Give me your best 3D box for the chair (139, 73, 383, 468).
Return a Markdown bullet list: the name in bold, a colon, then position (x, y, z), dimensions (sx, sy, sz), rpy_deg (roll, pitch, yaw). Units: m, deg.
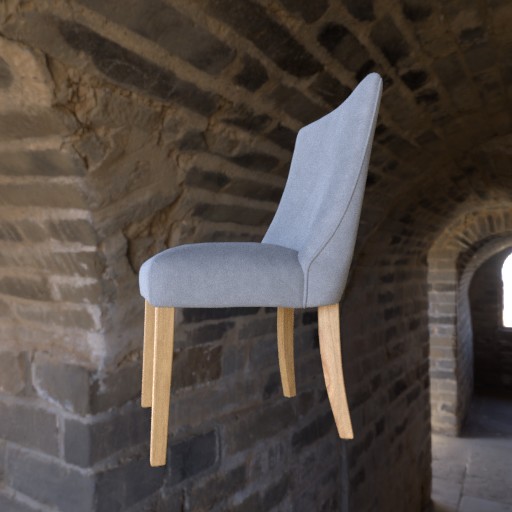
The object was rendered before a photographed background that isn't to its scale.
- **chair**: position (0.000, 0.000, 1.223), dimensions (0.610, 0.902, 0.495), rpy_deg (1, -2, -17)
